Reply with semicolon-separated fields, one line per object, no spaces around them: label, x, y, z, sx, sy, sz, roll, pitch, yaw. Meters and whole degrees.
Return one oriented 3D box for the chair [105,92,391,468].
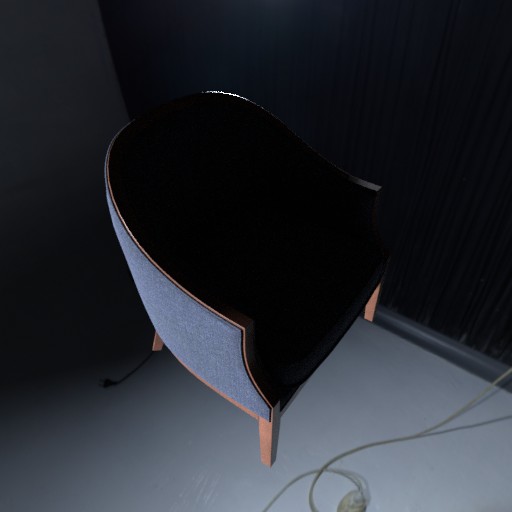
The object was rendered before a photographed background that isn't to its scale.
chair;0.000;0.000;1.485;0.735;0.876;0.803;25;46;27
